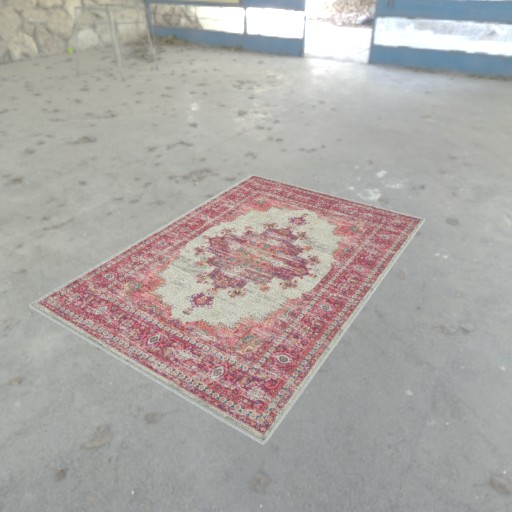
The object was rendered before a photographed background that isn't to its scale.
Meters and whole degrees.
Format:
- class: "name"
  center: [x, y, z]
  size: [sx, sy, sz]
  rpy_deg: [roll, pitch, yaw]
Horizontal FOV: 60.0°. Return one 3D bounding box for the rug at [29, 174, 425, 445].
- class: "rug"
  center: [0.000, 0.000, 2.254]
  size: [1.217, 0.011, 1.747]
  rpy_deg: [20, 38, 28]
